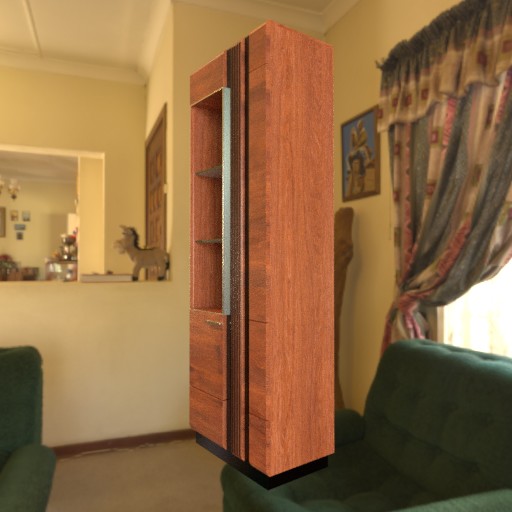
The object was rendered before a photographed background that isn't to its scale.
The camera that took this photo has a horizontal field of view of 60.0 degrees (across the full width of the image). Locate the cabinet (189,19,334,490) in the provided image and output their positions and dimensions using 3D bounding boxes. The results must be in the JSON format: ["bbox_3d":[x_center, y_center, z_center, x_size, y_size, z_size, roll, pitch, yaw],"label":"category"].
[{"bbox_3d":[0.000,0.000,2.220,0.420,1.980,0.660,1,-1,-37],"label":"cabinet"}]
